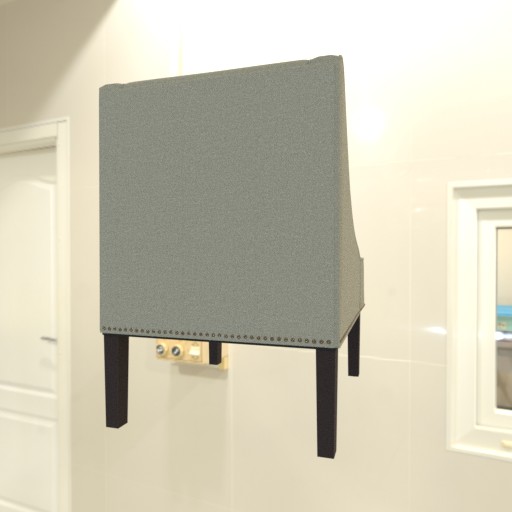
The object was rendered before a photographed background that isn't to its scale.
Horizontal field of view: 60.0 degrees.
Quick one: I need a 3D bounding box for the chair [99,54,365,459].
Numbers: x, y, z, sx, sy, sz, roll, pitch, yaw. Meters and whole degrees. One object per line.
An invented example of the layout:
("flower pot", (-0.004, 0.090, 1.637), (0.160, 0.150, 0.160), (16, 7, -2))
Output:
("chair", (0.000, 0.000, 1.357), (0.610, 0.864, 0.737), (0, 1, 18))
